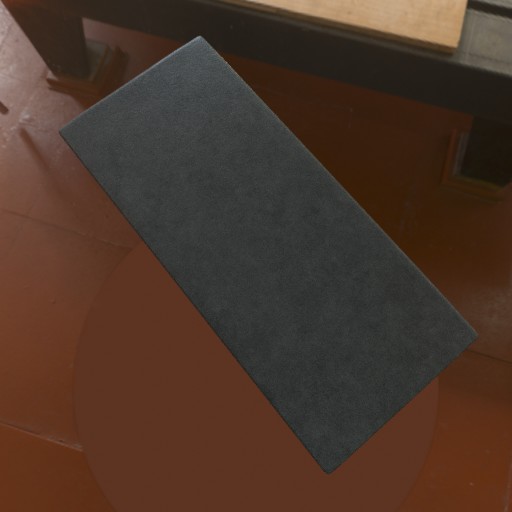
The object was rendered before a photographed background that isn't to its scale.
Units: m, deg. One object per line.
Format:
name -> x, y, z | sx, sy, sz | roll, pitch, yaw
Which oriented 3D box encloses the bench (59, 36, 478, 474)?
bench -> 0.000, 0.000, 1.158 | 0.401, 0.501, 0.905 | -38, 79, -9
